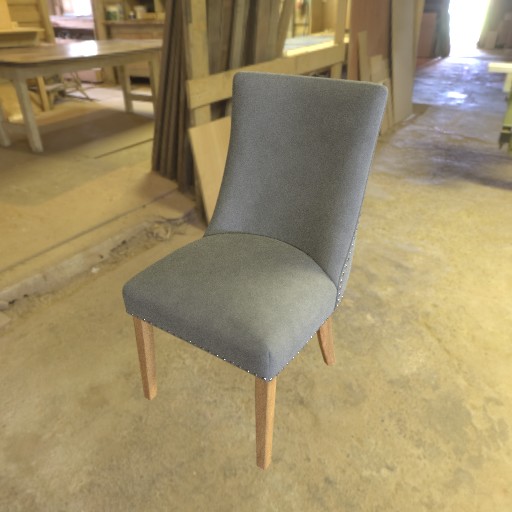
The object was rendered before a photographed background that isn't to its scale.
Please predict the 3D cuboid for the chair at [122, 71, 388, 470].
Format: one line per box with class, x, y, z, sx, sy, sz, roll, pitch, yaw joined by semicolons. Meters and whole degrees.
chair;0.000;0.000;1.267;0.495;0.902;0.610;19;35;29
